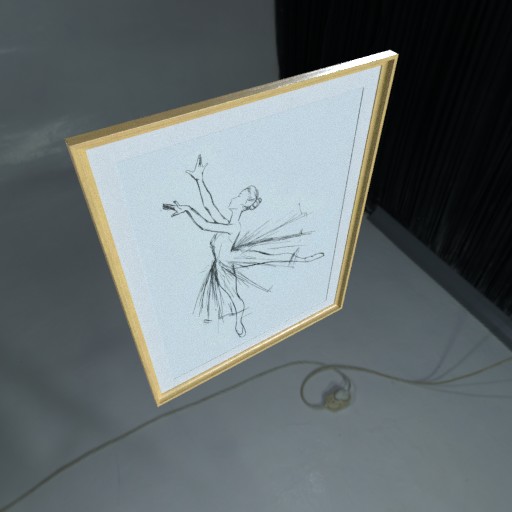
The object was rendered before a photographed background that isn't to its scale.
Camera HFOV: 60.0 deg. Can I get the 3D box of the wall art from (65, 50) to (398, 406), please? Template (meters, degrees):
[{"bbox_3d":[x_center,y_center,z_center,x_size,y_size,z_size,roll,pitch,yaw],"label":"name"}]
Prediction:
[{"bbox_3d":[0.000,0.000,1.298,0.798,1.002,0.030,-24,50,-22],"label":"wall art"}]
